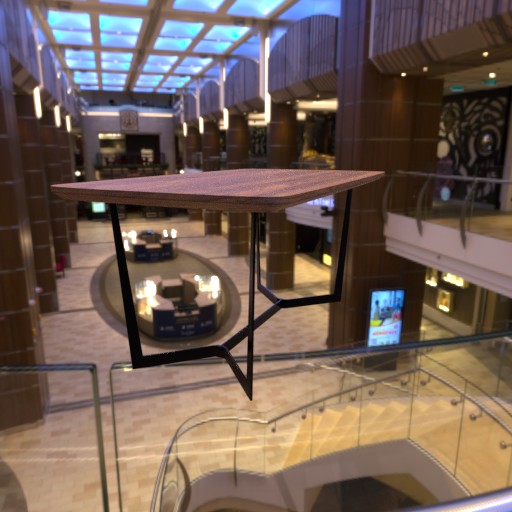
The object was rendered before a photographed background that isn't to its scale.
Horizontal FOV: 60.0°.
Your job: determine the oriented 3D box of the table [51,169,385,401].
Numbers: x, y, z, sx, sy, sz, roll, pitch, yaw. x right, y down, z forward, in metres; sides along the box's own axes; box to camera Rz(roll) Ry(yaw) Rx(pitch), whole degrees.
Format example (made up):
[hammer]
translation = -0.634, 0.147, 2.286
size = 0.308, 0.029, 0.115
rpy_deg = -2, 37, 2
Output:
[table]
translation = 0.000, 0.000, 2.176
size = 0.949, 0.765, 1.643
rpy_deg = 6, 15, 25
